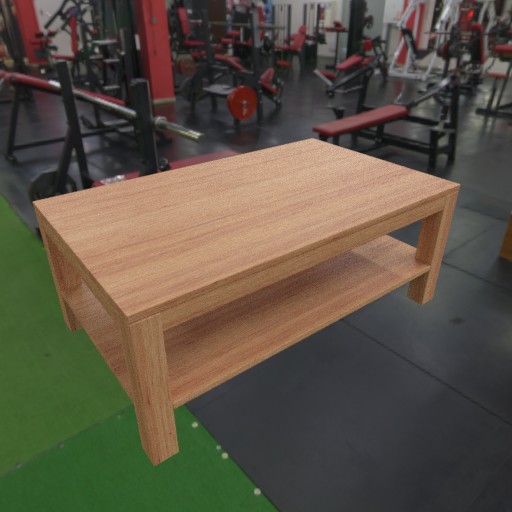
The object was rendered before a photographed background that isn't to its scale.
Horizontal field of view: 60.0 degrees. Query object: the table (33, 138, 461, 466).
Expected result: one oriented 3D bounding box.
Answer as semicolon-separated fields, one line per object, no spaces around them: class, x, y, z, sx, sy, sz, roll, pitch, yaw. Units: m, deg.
table;0.000;0.000;1.496;1.146;0.457;0.695;-21;36;-32
